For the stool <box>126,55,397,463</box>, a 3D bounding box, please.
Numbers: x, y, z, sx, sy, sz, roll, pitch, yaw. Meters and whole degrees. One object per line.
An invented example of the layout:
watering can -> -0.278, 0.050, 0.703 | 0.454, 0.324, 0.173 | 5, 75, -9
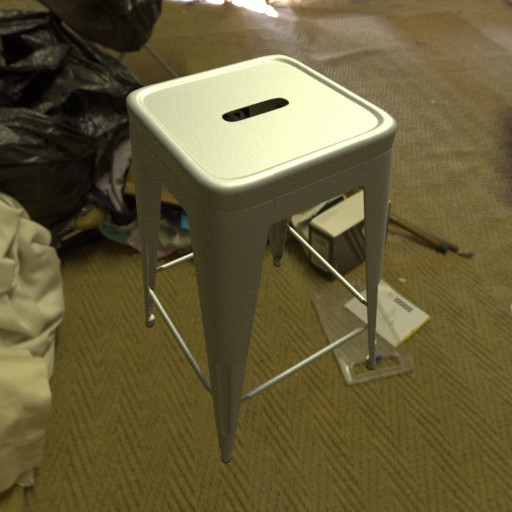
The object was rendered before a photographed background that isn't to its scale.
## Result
stool -> 0.000, 0.000, 0.850 | 0.406, 0.610, 0.406 | -24, 50, -22
